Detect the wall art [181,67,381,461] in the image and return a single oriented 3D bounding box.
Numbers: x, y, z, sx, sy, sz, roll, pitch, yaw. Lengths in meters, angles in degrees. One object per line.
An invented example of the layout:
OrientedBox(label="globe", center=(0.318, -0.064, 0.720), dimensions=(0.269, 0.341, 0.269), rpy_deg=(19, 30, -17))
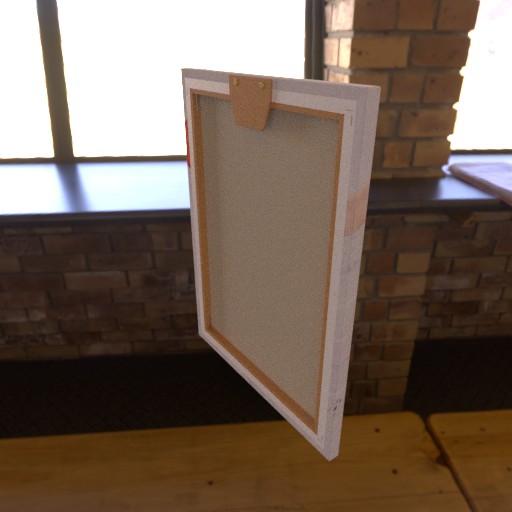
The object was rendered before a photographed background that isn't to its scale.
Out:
OrientedBox(label="wall art", center=(0.000, 0.000, 1.338), dimensions=(0.045, 1.014, 0.759), rpy_deg=(-18, 31, -32))
